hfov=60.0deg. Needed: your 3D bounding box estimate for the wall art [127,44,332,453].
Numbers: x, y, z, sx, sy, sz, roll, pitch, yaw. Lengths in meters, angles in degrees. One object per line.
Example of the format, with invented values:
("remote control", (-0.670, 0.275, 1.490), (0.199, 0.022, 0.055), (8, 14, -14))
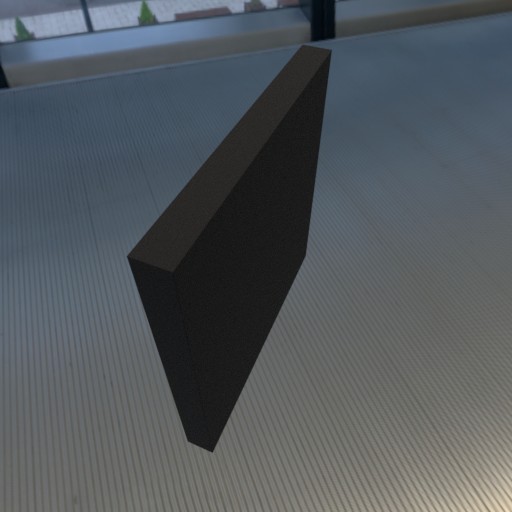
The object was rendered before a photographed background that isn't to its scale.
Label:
("wall art", (0.000, 0.000, 0.460), (0.030, 0.305, 0.308), (18, 51, 15))
